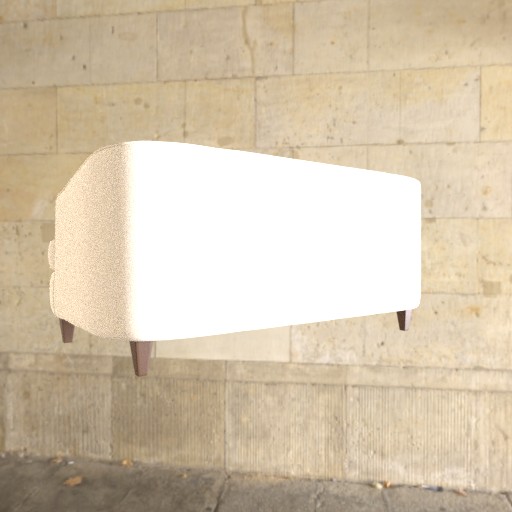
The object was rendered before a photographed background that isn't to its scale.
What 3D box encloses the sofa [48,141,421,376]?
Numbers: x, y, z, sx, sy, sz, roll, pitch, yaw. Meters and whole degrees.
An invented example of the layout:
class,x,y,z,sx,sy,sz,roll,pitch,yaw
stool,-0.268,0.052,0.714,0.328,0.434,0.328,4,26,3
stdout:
class,x,y,z,sx,sy,sz,roll,pitch,yaw
sofa,0.000,0.000,2.190,1.733,0.855,0.941,-1,1,-35
